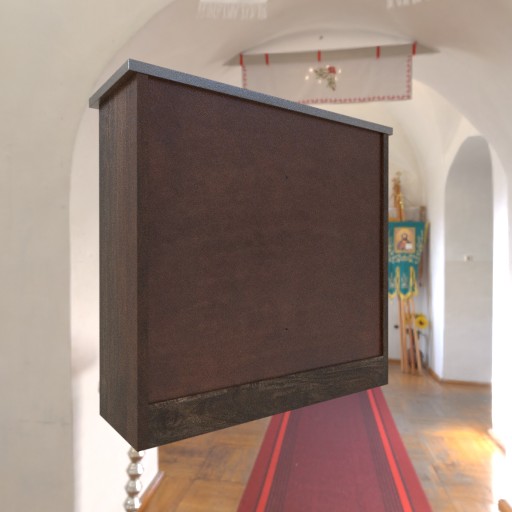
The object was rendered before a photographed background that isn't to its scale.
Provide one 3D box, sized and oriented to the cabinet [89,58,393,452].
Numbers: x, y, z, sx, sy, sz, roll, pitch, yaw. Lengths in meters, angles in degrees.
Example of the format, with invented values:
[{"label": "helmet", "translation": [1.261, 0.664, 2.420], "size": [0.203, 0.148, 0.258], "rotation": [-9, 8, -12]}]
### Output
[{"label": "cabinet", "translation": [0.000, 0.000, 1.446], "size": [0.968, 0.919, 0.338], "rotation": [0, 0, -36]}]
